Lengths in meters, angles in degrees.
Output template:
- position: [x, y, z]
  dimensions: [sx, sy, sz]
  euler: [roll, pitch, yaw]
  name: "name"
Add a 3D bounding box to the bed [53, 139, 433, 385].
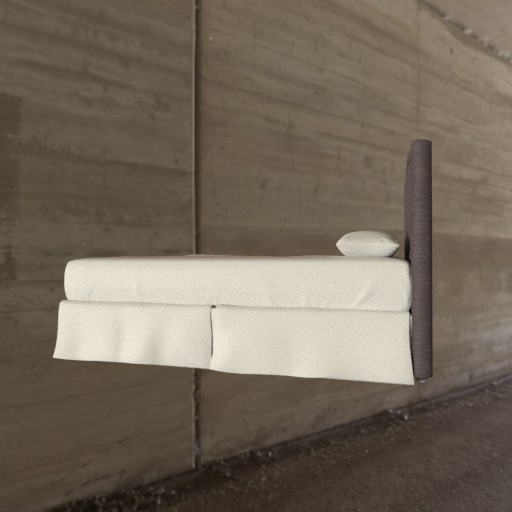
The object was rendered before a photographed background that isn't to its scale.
- position: [0.000, 0.000, 3.550]
  dimensions: [2.507, 1.441, 1.741]
  euler: [0, 0, 17]
  name: "bed"
